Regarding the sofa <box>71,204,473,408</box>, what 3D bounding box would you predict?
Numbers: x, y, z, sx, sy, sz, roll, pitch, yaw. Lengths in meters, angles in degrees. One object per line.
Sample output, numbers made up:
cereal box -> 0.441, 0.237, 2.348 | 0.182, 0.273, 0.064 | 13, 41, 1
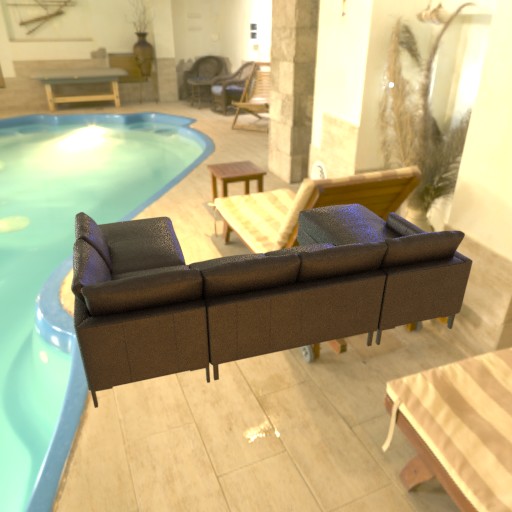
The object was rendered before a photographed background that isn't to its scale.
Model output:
sofa -> 0.000, 0.000, 3.949 | 2.956, 0.900, 1.939 | -8, 29, -16
